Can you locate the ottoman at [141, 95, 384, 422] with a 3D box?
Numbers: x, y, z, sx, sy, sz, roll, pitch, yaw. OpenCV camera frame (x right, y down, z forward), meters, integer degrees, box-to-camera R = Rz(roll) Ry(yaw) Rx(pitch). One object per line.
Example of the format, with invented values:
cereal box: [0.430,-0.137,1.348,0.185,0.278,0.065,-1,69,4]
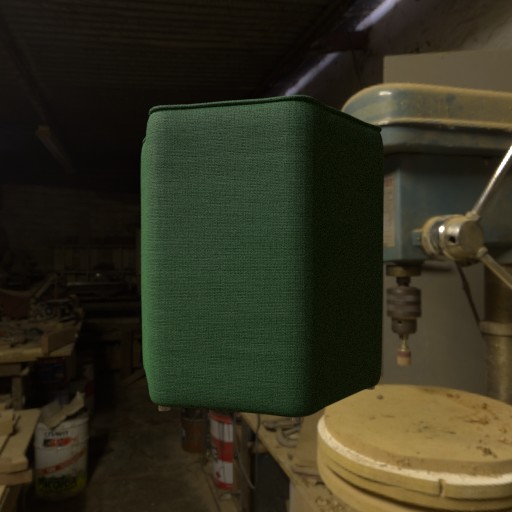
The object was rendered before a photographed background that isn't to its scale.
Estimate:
ottoman: [0.000,0.000,0.899,0.444,0.507,0.499,0,1,-17]
